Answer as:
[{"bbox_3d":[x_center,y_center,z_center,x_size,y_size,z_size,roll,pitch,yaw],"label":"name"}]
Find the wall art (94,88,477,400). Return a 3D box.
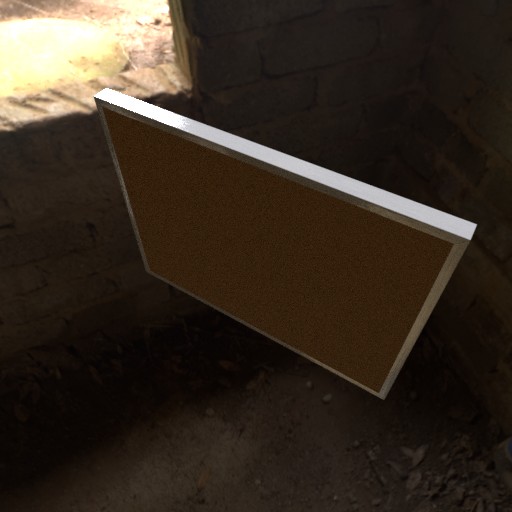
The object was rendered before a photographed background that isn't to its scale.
[{"bbox_3d":[0.000,0.000,1.377,1.041,0.787,0.053,25,54,20],"label":"wall art"}]
